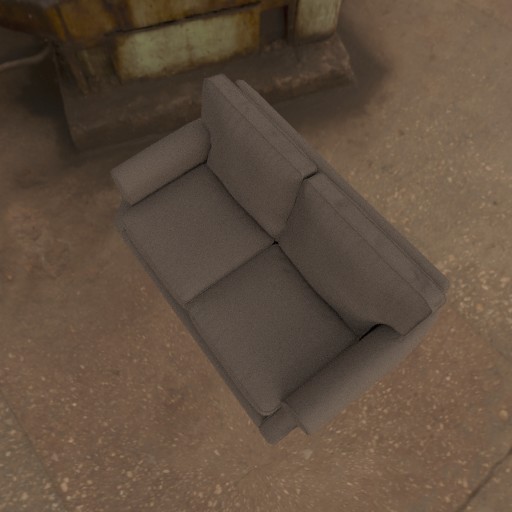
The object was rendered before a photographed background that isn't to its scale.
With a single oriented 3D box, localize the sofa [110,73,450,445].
[{"bbox_3d":[0.000,0.000,2.270,0.964,0.937,1.665,-35,69,-15],"label":"sofa"}]
